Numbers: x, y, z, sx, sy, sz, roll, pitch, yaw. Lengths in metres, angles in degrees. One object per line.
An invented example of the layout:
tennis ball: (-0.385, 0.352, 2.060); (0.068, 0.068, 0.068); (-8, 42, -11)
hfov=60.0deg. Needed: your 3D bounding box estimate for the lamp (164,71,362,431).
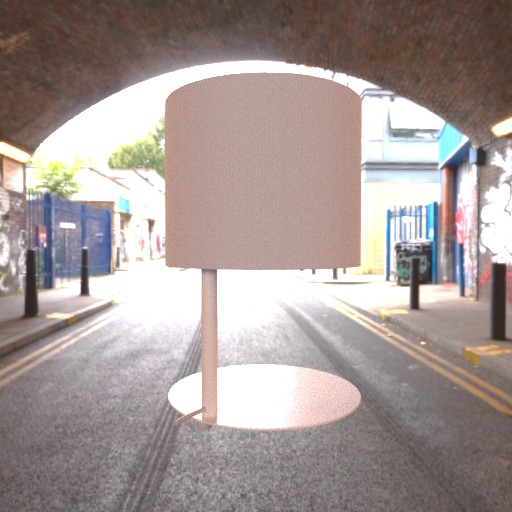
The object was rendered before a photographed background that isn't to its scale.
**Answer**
lamp: (0.000, 0.000, 0.678); (0.299, 0.454, 0.341); (1, 2, 37)
